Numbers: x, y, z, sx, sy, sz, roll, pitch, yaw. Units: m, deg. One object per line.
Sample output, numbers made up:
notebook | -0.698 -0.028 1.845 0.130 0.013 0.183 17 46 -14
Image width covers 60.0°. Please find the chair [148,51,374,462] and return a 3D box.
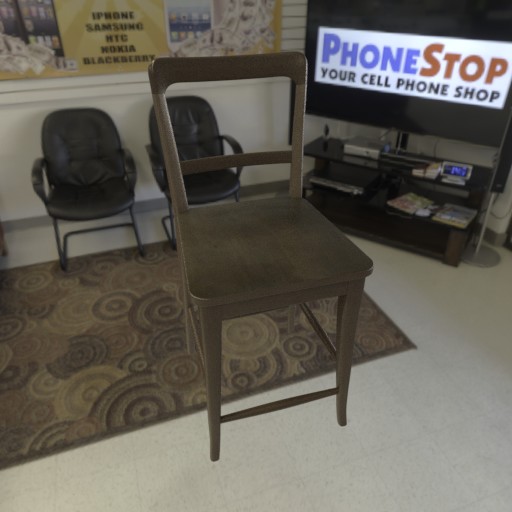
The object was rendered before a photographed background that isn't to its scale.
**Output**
chair | 0.000 0.000 1.263 0.450 0.991 0.546 -9 34 -14
